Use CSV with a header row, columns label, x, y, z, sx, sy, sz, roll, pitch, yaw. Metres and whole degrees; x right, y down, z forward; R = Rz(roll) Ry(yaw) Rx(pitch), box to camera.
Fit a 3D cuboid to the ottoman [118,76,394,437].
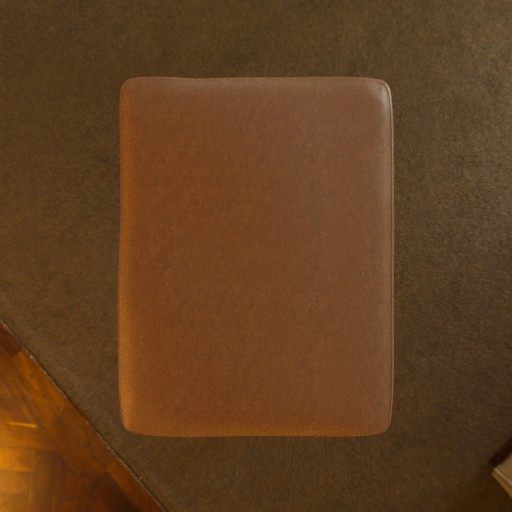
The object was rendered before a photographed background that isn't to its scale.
label,x,y,z,sx,sy,sz,roll,pitch,yaw
ottoman,0.000,0.000,1.224,0.650,0.485,0.851,0,90,0
